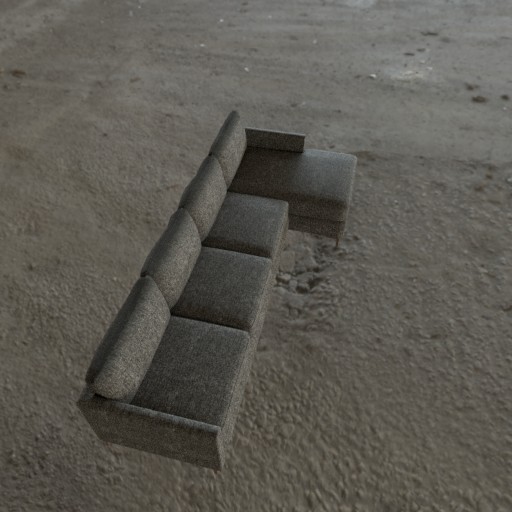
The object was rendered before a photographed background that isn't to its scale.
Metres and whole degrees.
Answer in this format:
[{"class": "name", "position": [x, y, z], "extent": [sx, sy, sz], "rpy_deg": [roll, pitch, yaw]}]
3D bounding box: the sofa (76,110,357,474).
[{"class": "sofa", "position": [0.000, 0.000, 3.913], "extent": [1.488, 0.970, 3.384], "rpy_deg": [10, 48, 9]}]
